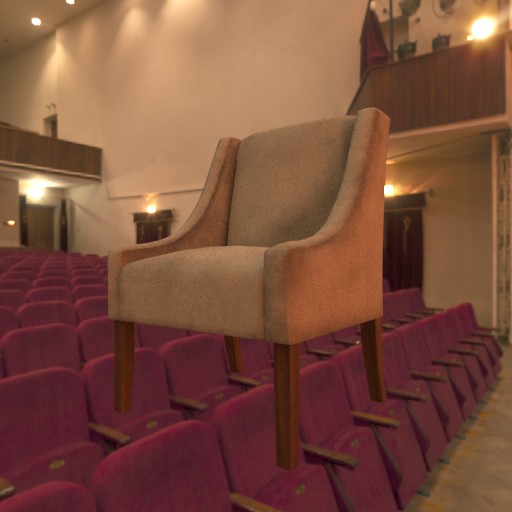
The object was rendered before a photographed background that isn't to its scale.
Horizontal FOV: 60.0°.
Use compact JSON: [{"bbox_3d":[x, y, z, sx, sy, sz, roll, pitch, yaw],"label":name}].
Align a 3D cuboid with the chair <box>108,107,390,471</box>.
[{"bbox_3d":[0.000,0.000,1.332,0.629,0.895,0.629,0,0,36],"label":"chair"}]
